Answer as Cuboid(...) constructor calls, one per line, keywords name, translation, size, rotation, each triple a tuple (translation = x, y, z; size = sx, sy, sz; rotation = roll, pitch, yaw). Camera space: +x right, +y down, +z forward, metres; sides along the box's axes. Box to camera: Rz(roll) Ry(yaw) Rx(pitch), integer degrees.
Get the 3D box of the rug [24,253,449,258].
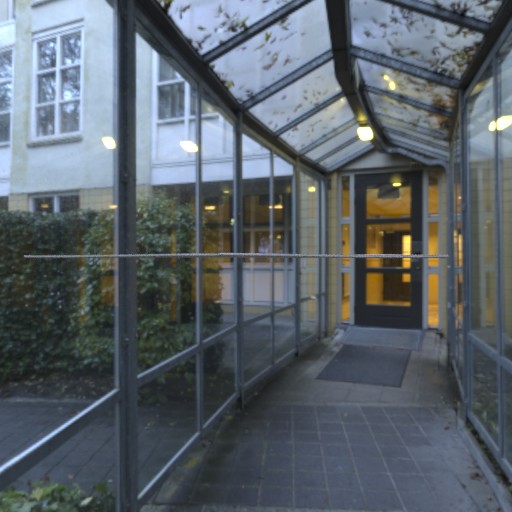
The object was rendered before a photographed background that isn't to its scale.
Cuboid(name="rug", translation=(0.000, 0.000, 4.321), size=(3.245, 0.046, 2.467), rotation=(0, 0, 18))
